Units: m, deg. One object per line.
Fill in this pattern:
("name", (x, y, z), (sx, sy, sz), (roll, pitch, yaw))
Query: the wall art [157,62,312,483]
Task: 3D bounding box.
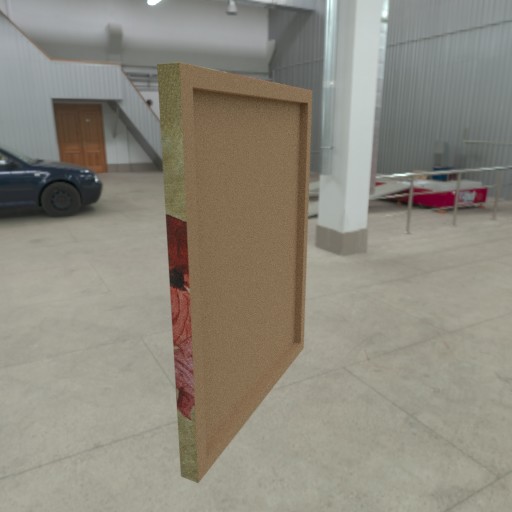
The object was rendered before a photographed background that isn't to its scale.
("wall art", (0.000, 0.000, 0.688), (0.028, 0.508, 0.406), (8, 18, 24))
